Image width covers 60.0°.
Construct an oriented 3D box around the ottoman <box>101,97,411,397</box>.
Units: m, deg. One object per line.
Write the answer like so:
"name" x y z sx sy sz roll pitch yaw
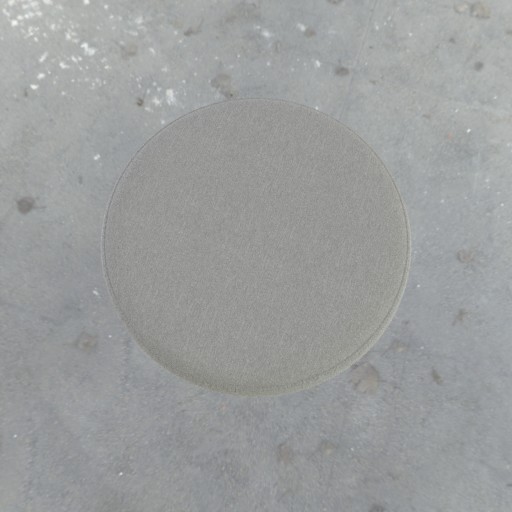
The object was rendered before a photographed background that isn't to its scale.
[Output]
"ottoman" 0.000 0.000 1.019 0.608 0.433 0.608 0 75 0
